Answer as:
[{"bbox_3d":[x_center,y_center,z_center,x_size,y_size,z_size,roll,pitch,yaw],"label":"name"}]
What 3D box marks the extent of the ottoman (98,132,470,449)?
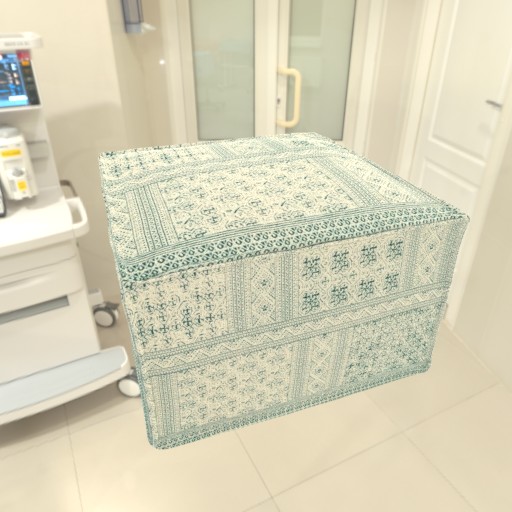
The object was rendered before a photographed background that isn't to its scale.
[{"bbox_3d":[0.000,0.000,1.038,0.626,0.439,0.617,-10,32,-17],"label":"ottoman"}]
